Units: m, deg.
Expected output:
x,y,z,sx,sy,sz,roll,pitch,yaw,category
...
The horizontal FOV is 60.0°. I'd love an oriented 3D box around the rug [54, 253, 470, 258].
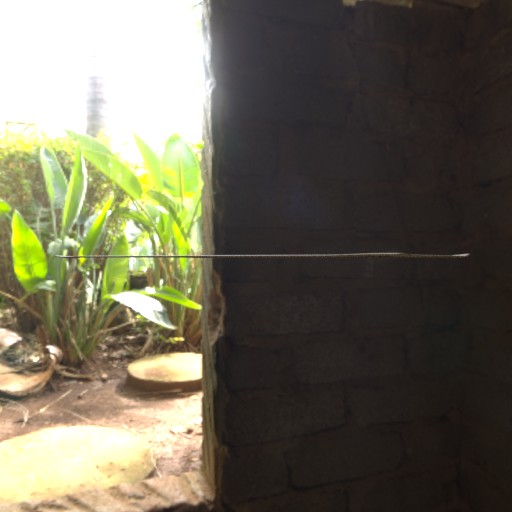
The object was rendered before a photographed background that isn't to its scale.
x,y,z,sx,sy,sz,roll,pitch,yaw,category
0.000,0.000,2.427,1.947,0.023,1.214,0,0,35,rug
